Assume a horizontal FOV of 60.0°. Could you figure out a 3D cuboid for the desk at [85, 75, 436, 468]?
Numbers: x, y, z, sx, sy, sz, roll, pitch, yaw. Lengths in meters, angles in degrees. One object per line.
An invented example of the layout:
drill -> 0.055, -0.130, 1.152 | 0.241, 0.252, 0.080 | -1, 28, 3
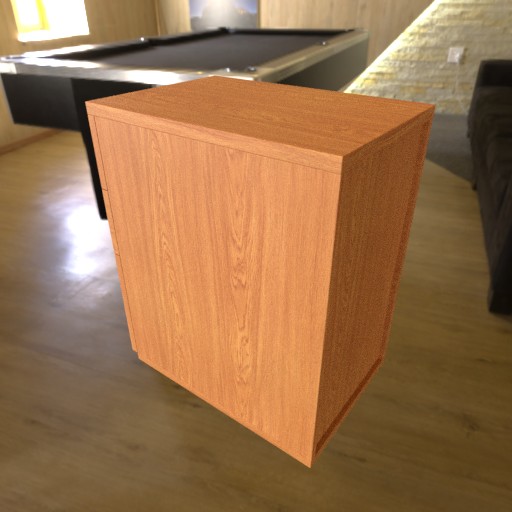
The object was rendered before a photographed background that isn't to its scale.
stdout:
desk -> 0.000, 0.000, 1.092 | 0.600, 0.730, 0.404 | 21, 37, 31
